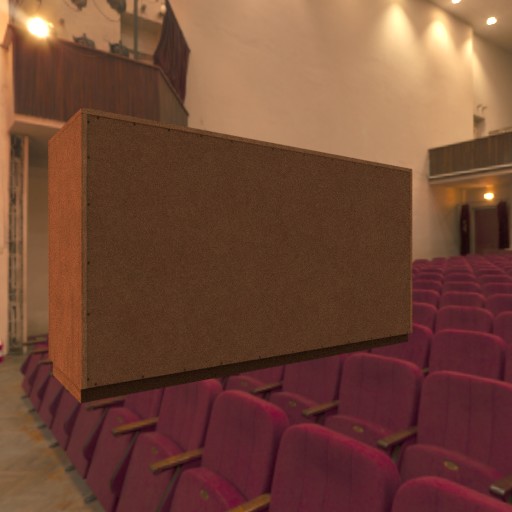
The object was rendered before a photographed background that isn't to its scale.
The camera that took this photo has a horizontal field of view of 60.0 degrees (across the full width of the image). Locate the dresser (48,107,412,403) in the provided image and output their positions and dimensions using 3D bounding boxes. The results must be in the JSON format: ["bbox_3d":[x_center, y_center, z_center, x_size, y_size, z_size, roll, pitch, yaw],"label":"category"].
[{"bbox_3d":[0.000,0.000,1.990,1.628,0.889,0.483,0,0,-36],"label":"dresser"}]
